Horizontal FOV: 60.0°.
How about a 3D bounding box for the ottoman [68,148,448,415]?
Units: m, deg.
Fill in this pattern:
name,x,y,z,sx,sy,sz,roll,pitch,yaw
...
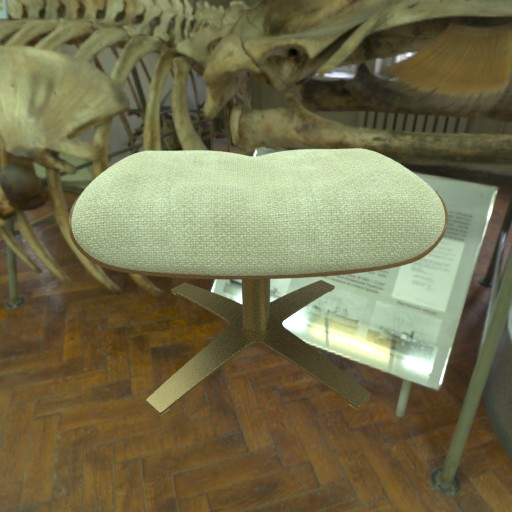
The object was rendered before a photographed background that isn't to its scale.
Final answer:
name,x,y,z,sx,sy,sz,roll,pitch,yaw
ottoman,0.000,0.000,0.826,0.520,0.391,0.394,-1,30,-2
